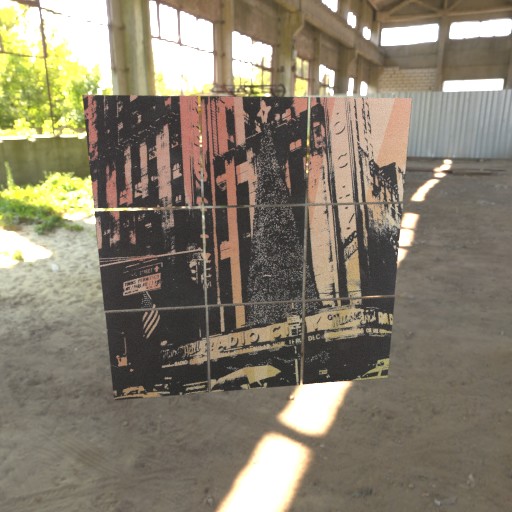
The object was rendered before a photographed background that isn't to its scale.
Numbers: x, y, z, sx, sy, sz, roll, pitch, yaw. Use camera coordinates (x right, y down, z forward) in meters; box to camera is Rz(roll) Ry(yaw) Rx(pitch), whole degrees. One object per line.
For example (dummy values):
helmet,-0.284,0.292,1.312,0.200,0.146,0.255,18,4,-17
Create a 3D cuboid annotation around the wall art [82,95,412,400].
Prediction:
wall art,0.000,0.000,1.353,0.919,0.917,0.010,-2,16,-8
